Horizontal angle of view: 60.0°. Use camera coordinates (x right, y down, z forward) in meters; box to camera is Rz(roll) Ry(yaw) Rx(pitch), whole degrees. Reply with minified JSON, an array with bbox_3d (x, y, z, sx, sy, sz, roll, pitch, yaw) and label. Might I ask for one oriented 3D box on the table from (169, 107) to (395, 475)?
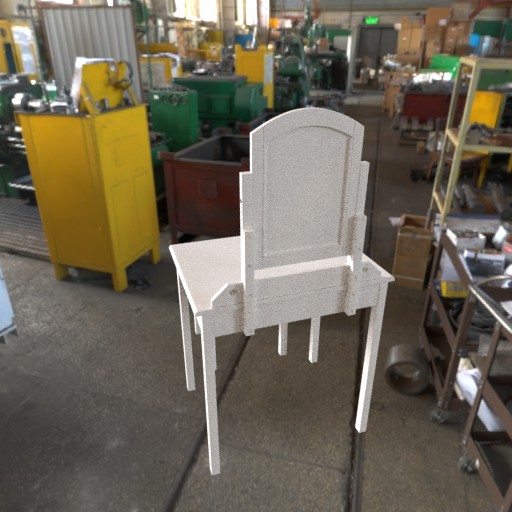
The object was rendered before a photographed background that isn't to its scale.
[{"bbox_3d":[0.000,0.000,2.328,0.876,1.631,1.211,-8,27,-17],"label":"table"}]
